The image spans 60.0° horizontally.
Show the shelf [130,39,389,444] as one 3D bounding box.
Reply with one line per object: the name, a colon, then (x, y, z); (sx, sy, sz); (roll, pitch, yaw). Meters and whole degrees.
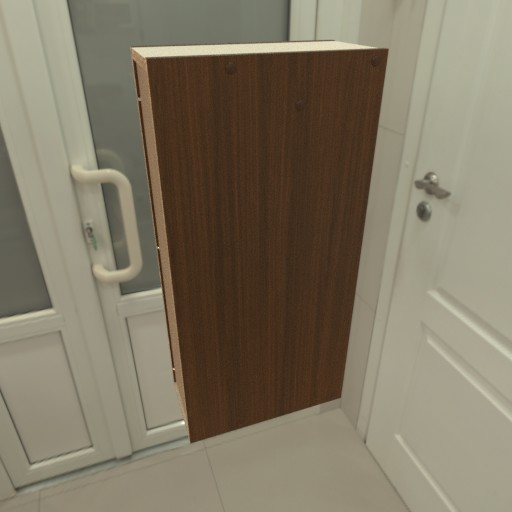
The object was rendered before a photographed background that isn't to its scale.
shelf: (0.000, 0.000, 0.702); (0.290, 0.600, 0.147); (-10, 32, -17)
